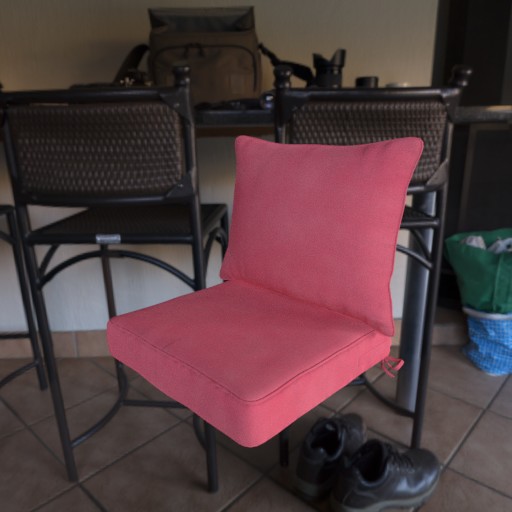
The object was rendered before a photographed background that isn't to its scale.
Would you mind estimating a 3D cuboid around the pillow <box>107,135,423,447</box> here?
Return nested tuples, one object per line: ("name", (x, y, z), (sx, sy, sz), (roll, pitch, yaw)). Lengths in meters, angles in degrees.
("pillow", (0.000, 0.000, 1.395), (0.798, 0.725, 0.733), (15, 22, 42))
